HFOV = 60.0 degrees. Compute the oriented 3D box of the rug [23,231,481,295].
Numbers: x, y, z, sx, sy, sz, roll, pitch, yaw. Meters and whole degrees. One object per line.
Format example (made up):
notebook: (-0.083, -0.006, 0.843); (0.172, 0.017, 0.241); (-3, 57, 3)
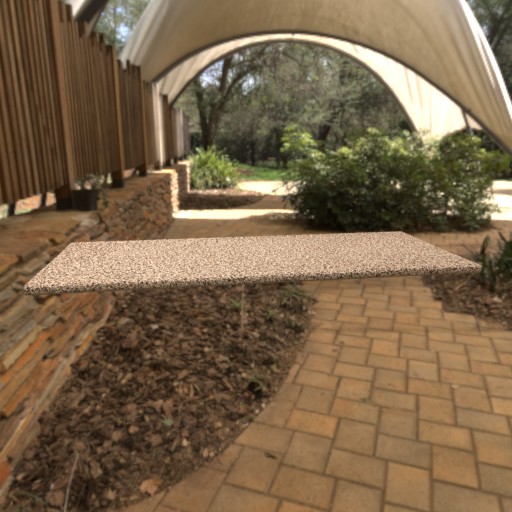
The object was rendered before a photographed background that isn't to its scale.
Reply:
rug: (0.000, 0.000, 1.737); (1.524, 0.030, 0.609); (-2, 15, -9)
